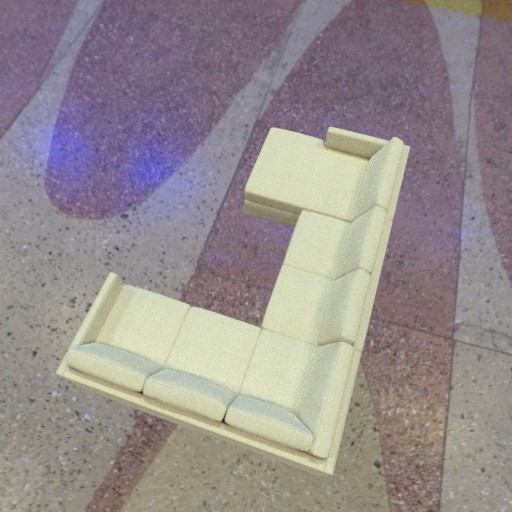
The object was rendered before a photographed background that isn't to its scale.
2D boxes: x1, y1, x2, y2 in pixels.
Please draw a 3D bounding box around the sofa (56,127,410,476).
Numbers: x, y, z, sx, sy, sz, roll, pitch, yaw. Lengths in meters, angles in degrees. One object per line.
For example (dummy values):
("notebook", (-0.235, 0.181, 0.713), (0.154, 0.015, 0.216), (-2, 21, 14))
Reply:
("sofa", (0.000, 0.000, 4.523), (2.448, 0.882, 3.464), (16, 64, 8))
